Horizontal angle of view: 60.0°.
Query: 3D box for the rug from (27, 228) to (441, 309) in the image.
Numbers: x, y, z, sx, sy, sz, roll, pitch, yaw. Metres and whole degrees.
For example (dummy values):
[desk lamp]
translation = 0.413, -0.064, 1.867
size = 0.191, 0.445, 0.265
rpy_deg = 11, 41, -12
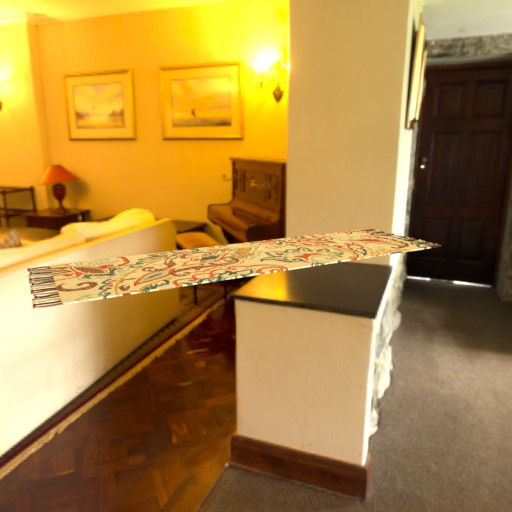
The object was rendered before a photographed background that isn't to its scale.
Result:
[rug]
translation = 0.000, 0.000, 2.927
size = 2.682, 0.015, 0.763
rpy_deg = -8, 16, -27
